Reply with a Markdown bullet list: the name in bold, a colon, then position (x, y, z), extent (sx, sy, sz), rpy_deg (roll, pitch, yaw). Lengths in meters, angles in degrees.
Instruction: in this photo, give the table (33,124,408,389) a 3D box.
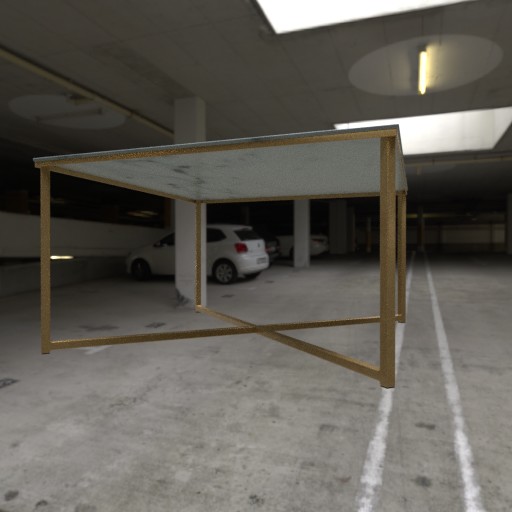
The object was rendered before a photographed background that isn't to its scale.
- **table**: position (0.000, 0.000, 1.257), extent (0.800, 0.450, 0.800), rpy_deg (0, 0, 20)
